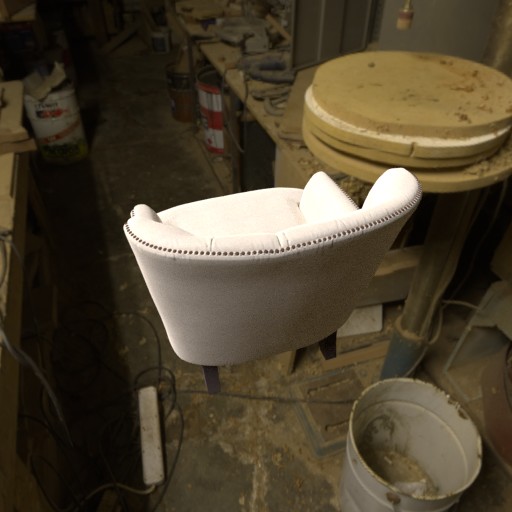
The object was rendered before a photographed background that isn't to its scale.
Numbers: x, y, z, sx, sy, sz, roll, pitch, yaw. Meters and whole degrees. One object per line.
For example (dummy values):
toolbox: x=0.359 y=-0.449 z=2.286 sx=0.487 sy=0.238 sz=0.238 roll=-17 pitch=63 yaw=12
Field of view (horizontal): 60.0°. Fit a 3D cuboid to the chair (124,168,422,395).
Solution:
chair: x=0.000 y=0.000 z=1.624 sx=0.848 sy=0.868 sz=0.906 roll=-13 pitch=43 yaw=-14
